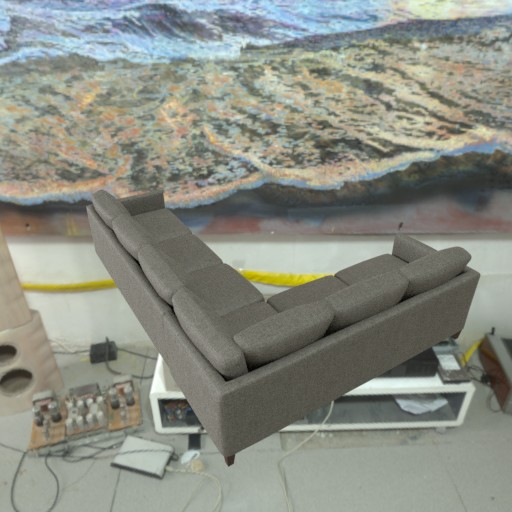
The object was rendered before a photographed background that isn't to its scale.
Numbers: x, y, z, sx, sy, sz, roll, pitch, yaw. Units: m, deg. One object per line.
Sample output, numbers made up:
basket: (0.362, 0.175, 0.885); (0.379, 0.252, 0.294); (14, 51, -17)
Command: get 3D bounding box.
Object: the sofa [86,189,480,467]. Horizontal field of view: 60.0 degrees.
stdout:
sofa: (0.000, 0.000, 4.542); (2.593, 0.947, 3.302); (-18, 35, -27)
